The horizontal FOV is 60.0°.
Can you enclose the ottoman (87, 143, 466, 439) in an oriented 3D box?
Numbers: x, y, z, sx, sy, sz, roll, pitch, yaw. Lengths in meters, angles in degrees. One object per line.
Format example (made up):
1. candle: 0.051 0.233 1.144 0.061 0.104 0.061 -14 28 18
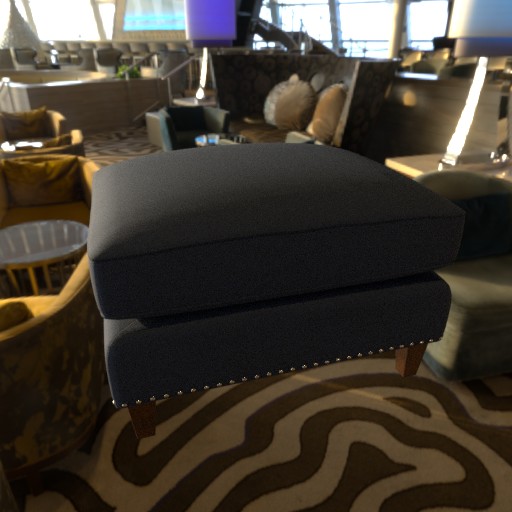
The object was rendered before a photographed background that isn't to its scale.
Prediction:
1. ottoman: 0.000 0.000 1.116 0.741 0.513 0.584 -8 27 -15
